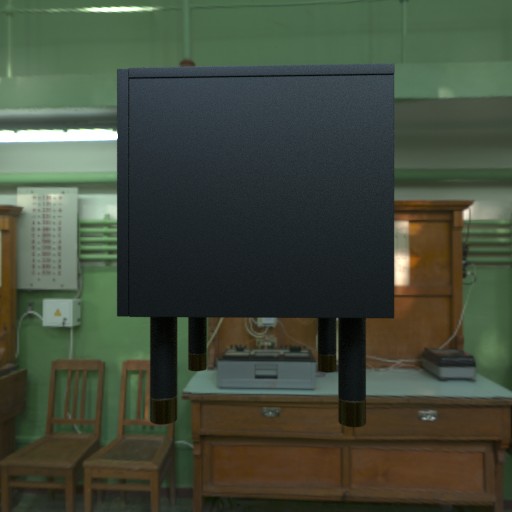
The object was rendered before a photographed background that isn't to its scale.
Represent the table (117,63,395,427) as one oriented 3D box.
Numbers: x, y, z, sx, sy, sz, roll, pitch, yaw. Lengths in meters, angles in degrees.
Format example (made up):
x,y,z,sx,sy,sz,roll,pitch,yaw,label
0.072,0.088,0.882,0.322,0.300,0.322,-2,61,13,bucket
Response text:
x,y,z,sx,sy,sz,roll,pitch,yaw,label
0.000,0.000,0.961,0.441,0.584,0.564,0,0,2,table
